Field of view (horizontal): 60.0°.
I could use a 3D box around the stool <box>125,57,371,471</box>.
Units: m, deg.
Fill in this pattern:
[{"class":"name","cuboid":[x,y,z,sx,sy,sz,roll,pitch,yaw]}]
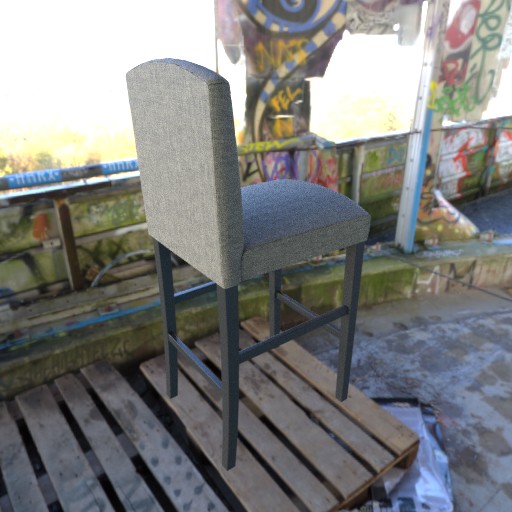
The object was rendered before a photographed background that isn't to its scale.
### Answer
[{"class":"stool","cuboid":[0.000,0.000,1.387,0.552,1.138,0.451,-17,30,-33]}]
